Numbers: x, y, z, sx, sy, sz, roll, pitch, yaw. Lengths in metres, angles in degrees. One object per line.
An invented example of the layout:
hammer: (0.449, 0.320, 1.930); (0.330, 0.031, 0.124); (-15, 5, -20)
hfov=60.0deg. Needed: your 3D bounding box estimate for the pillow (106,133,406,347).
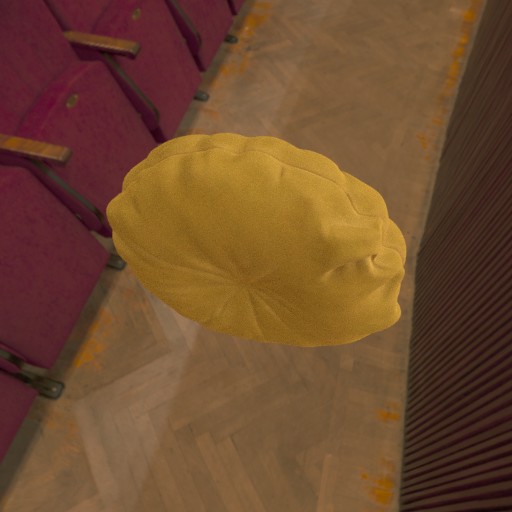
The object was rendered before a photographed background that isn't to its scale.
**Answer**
pillow: (0.000, 0.000, 0.641); (0.428, 0.407, 0.148); (13, 58, 8)
